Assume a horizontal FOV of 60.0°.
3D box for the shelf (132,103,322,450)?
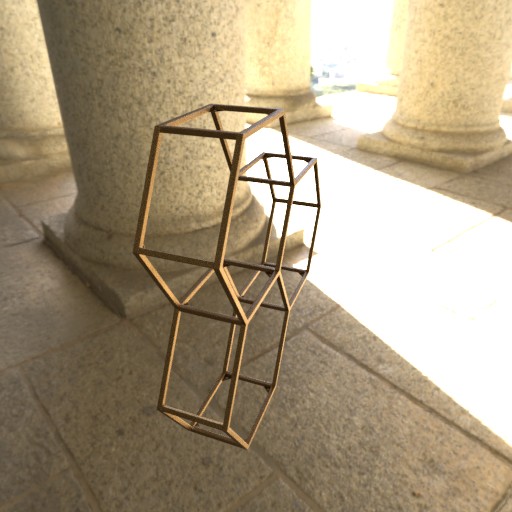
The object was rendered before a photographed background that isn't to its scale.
[{"bbox_3d":[0.000,0.000,1.050,0.150,0.701,0.708,10,31,18],"label":"shelf"}]
